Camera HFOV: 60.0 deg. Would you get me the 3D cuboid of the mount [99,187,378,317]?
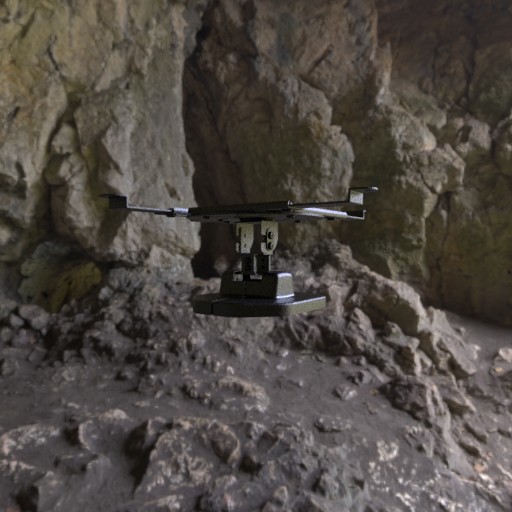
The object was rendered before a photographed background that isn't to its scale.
[{"bbox_3d":[0.000,0.000,0.611,0.394,0.141,0.394,1,1,36],"label":"mount"}]
